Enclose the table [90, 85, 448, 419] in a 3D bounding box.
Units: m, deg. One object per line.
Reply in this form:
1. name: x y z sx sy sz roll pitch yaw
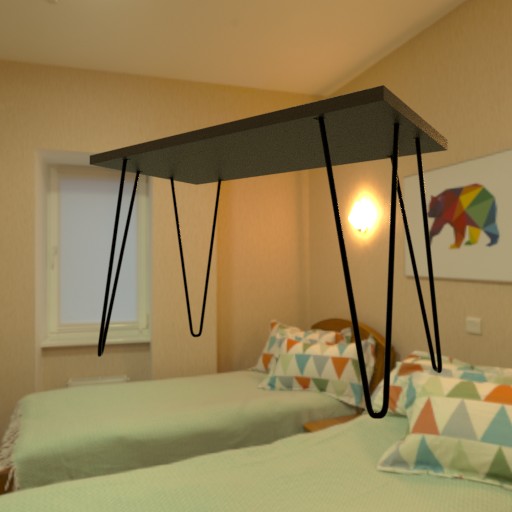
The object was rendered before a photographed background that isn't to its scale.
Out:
1. table: 0.000 0.000 1.357 0.991 0.660 0.499 0 0 37
